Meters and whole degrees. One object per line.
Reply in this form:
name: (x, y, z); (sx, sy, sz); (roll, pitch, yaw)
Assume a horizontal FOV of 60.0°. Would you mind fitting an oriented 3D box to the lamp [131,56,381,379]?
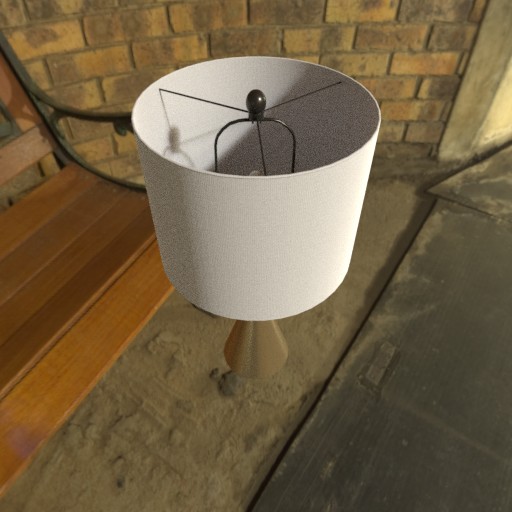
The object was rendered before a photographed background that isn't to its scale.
lamp: (0.000, 0.000, 0.740); (0.304, 0.573, 0.304); (-3, 46, -3)
